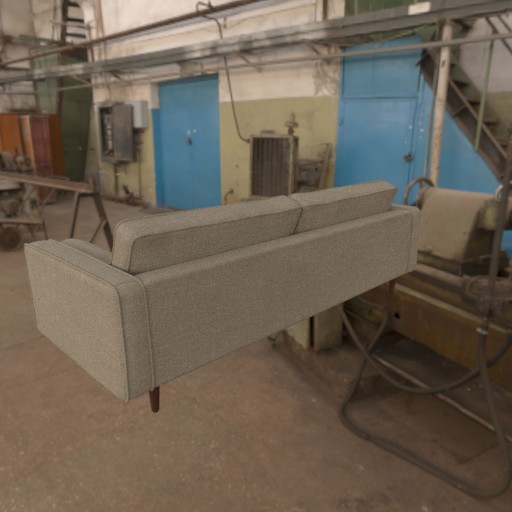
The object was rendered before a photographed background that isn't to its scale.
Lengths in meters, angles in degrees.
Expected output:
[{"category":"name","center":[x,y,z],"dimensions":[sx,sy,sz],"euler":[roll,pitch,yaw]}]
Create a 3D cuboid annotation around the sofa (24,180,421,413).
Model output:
[{"category":"sofa","center":[0.000,0.000,2.544],"dimensions":[2.211,0.762,0.914],"euler":[-15,22,-42]}]
